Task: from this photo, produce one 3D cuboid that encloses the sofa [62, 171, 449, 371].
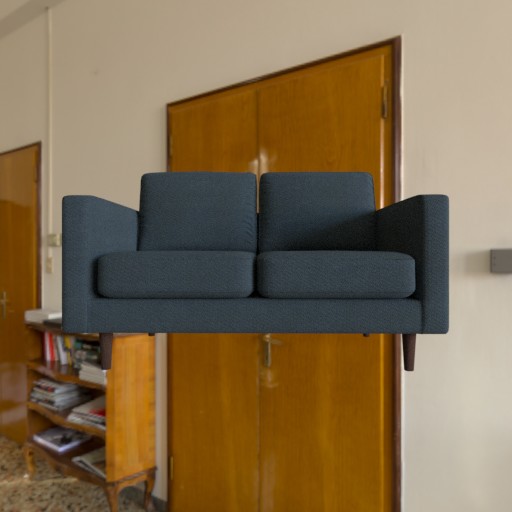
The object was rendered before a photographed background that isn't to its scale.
[{"bbox_3d":[0.000,0.000,2.182,1.518,0.930,0.999,0,0,1],"label":"sofa"}]
